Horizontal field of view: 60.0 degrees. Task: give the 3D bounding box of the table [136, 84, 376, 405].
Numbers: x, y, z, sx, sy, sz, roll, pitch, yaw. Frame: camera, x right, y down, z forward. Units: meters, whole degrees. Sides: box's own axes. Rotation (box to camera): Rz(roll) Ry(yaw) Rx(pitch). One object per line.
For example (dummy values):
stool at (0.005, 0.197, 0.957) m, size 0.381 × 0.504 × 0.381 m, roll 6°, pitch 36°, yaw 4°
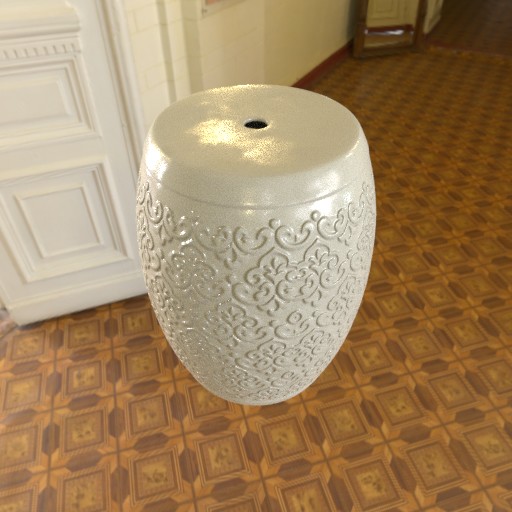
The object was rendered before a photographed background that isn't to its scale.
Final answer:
table at (0.000, 0.000, 0.620) m, size 0.309 × 0.397 × 0.309 m, roll 0°, pitch 42°, yaw 0°
